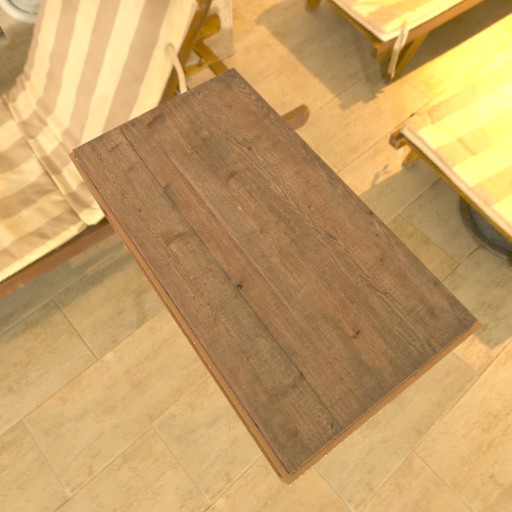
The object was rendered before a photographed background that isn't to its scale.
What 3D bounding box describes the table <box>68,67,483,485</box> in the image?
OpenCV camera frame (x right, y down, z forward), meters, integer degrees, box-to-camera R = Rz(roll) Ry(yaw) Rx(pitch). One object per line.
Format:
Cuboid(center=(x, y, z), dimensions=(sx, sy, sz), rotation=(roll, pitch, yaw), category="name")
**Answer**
Cuboid(center=(0.000, 0.000, 1.727), dimensions=(0.775, 0.468, 1.387), rotation=(-33, 69, -14), category="table")
